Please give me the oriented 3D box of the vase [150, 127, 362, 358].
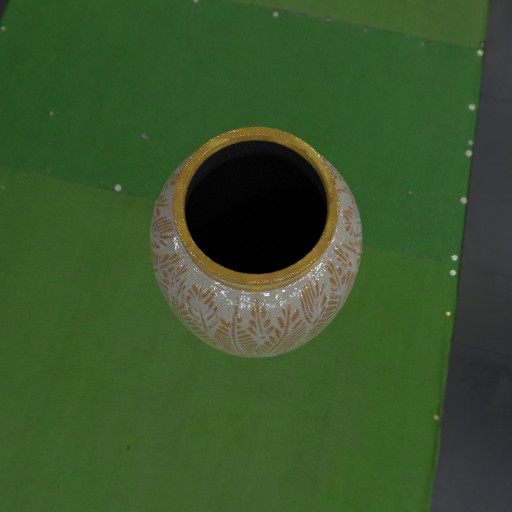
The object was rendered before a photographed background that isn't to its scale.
[{"bbox_3d":[0.000,0.000,0.385,0.172,0.270,0.172,0,77,0],"label":"vase"}]
